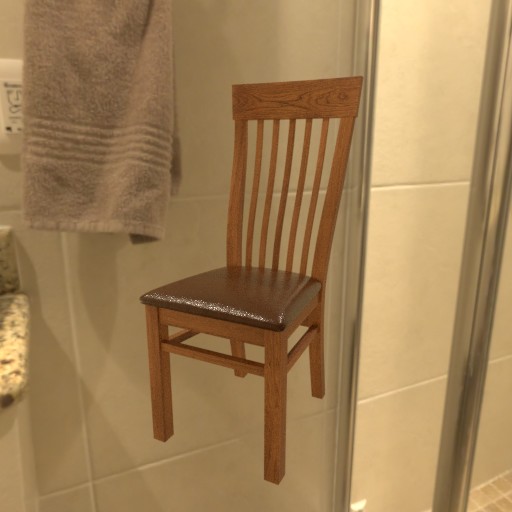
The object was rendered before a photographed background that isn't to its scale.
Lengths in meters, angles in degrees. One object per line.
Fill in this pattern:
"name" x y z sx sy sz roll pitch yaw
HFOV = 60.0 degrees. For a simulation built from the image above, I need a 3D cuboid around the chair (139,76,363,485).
"chair" 0.000 0.000 1.336 0.450 1.050 0.580 7 16 26
